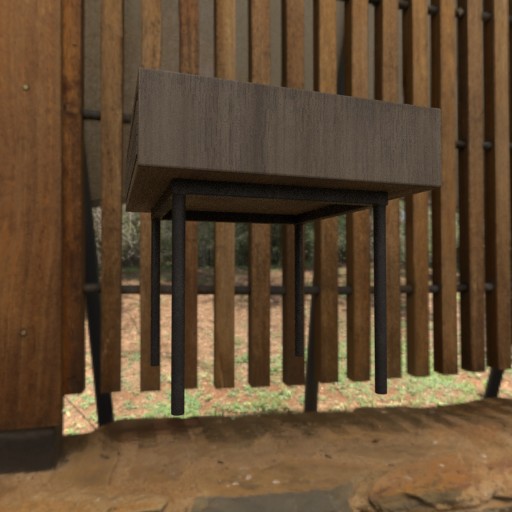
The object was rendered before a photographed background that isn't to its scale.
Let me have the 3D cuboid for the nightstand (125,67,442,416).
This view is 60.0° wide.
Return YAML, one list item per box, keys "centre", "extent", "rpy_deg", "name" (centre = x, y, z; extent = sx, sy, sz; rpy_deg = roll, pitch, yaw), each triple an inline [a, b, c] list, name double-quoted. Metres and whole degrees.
- centre: [0.000, 0.000, 0.910]
  extent: [0.503, 0.497, 0.502]
  rpy_deg: [1, -2, -18]
  name: "nightstand"
